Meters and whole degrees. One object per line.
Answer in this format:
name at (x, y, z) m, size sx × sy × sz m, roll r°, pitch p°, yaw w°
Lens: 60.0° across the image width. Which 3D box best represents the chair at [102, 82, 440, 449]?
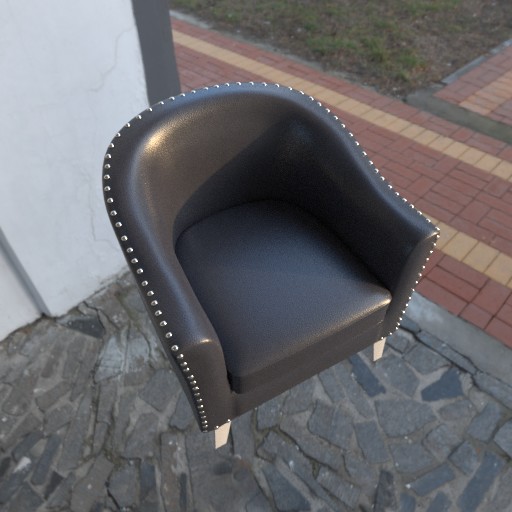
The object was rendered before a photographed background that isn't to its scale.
chair at (0.000, 0.000, 1.435) m, size 0.794 × 0.823 × 0.748 m, roll -22°, pitch 51°, yaw -19°
